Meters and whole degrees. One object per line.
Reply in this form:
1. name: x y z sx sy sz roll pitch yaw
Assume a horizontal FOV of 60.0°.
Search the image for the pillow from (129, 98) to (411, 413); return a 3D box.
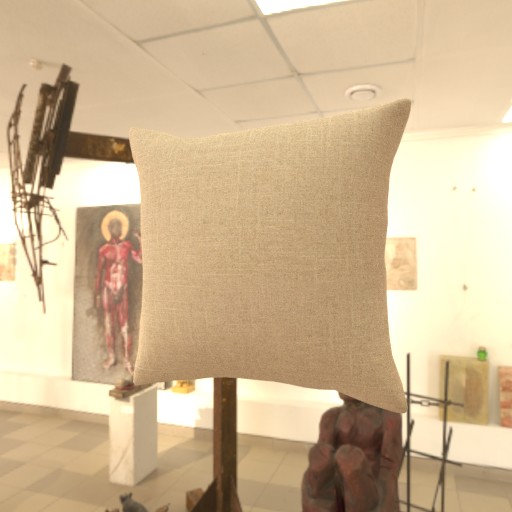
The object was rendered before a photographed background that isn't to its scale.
1. pillow: 0.000 0.000 0.625 0.414 0.399 0.173 0 0 19
